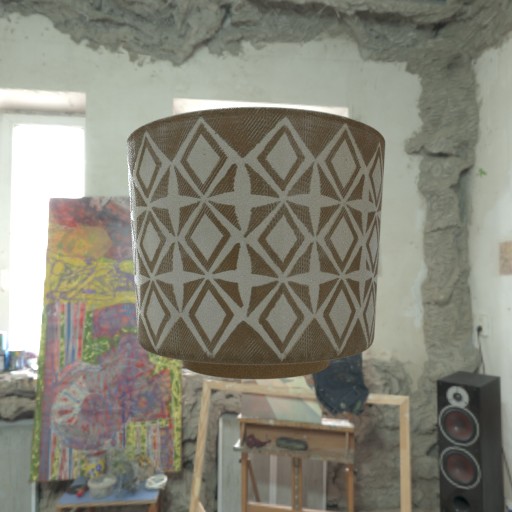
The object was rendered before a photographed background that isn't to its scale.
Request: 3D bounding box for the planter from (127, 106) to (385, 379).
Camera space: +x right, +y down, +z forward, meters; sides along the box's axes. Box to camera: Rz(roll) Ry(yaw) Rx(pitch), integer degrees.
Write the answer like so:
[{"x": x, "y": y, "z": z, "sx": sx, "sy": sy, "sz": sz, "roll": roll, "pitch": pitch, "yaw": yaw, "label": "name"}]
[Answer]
[{"x": 0.000, "y": 0.000, "z": 0.462, "sx": 0.260, "sy": 0.220, "sz": 0.260, "roll": 0, "pitch": -2, "yaw": 0, "label": "planter"}]
